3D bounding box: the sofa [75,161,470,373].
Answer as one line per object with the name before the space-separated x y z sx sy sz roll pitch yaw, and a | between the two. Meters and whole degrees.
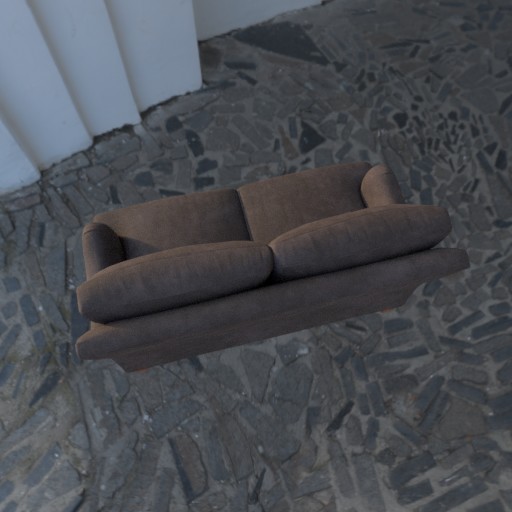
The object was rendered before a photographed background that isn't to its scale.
sofa | 0.000 0.000 2.557 1.853 1.101 1.084 -12 61 -7
